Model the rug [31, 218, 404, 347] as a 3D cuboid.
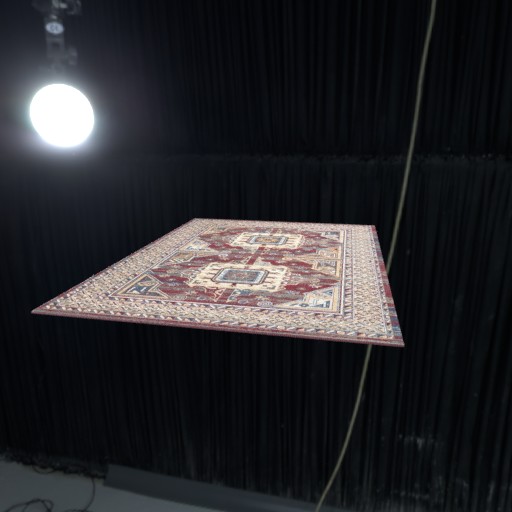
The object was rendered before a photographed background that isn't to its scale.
[{"bbox_3d":[0.000,0.000,2.871,1.599,0.011,2.210,3,16,11],"label":"rug"}]
